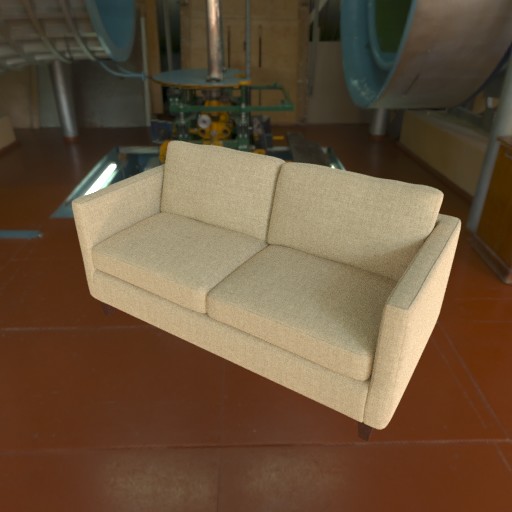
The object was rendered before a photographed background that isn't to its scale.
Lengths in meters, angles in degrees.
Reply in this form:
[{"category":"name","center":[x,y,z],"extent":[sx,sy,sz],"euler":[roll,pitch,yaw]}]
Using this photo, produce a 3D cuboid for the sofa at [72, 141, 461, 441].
[{"category":"sofa","center":[0.000,0.000,2.452],"extent":[1.884,0.963,0.950],"euler":[18,34,28]}]
